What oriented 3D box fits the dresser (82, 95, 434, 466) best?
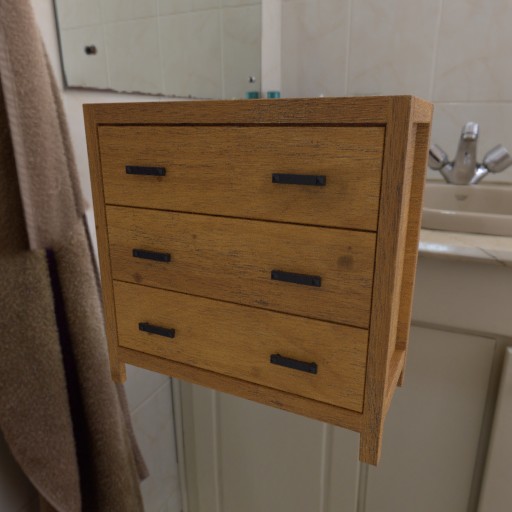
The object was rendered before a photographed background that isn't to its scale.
[{"bbox_3d":[0.000,0.000,1.233,0.804,0.804,0.427,8,18,25],"label":"dresser"}]
